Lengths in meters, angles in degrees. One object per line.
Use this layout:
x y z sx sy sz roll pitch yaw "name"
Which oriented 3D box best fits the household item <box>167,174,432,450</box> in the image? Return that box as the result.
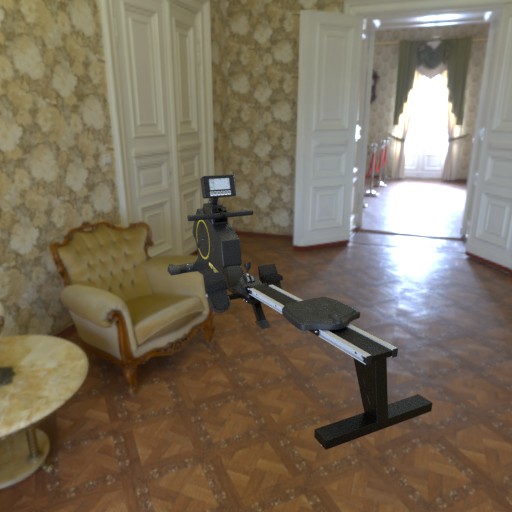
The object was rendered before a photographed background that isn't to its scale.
0.000 0.000 2.573 0.521 0.810 2.251 -8 19 -25 "household item"
